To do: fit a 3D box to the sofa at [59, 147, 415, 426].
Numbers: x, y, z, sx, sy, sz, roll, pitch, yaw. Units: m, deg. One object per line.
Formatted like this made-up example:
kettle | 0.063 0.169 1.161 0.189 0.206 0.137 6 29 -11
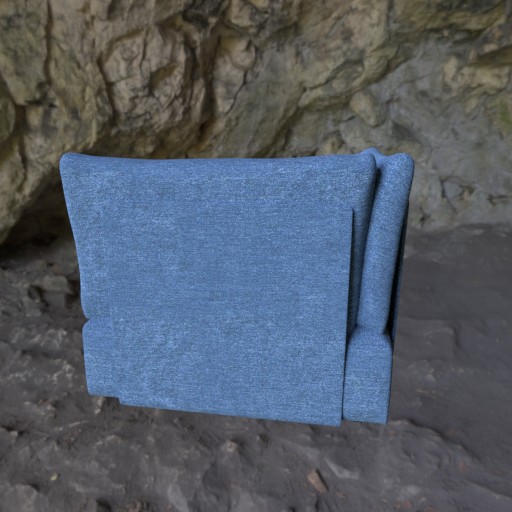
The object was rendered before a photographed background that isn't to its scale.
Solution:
sofa | 0.000 0.000 1.738 1.000 0.820 1.000 2 15 9
